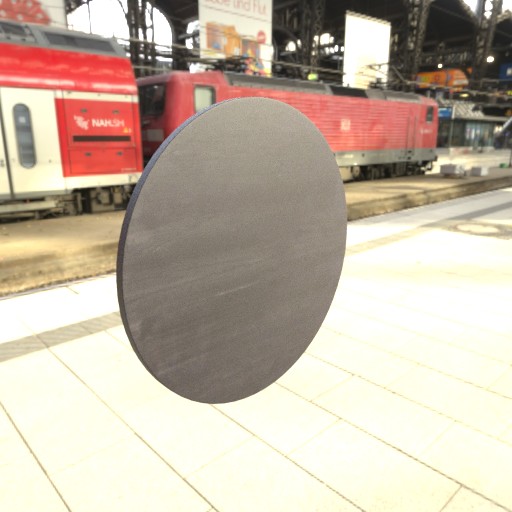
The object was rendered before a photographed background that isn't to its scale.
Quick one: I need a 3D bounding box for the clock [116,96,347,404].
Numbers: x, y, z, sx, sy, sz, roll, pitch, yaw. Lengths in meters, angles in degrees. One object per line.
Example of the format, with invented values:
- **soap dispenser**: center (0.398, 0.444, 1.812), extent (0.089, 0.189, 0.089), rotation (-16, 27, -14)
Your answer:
- **clock**: center (0.000, 0.000, 0.881), extent (0.595, 0.595, 0.029), rotation (-15, 21, -43)
